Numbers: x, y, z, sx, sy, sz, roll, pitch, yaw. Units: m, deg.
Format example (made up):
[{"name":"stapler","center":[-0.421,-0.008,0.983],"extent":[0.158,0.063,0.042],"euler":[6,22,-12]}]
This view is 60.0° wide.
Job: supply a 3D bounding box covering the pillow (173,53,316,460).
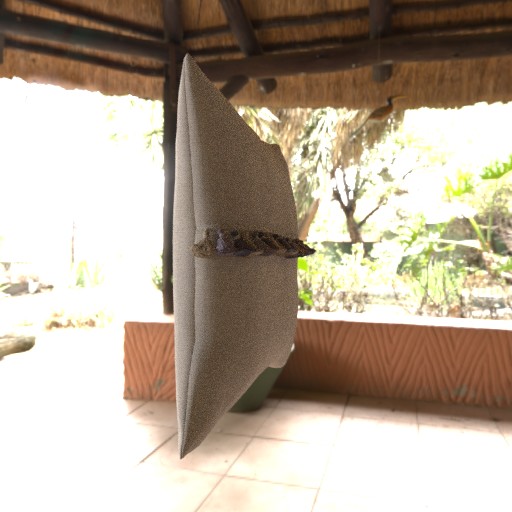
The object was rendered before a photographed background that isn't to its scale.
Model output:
[{"name":"pillow","center":[0.000,0.000,0.745],"extent":[0.165,0.481,0.489],"euler":[0,0,17]}]
